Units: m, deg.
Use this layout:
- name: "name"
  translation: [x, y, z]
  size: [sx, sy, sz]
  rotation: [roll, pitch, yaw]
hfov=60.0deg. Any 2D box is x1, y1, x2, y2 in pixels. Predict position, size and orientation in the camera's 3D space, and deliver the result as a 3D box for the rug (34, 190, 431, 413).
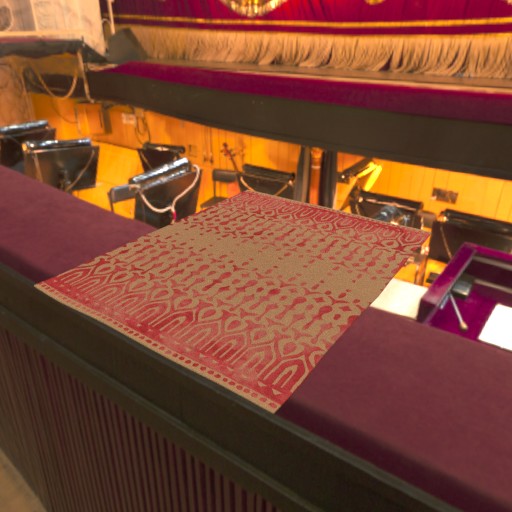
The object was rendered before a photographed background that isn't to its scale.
- name: "rug"
  translation: [0.000, 0.000, 4.218]
  size: [2.441, 0.016, 3.095]
  rotation: [18, 32, 31]
